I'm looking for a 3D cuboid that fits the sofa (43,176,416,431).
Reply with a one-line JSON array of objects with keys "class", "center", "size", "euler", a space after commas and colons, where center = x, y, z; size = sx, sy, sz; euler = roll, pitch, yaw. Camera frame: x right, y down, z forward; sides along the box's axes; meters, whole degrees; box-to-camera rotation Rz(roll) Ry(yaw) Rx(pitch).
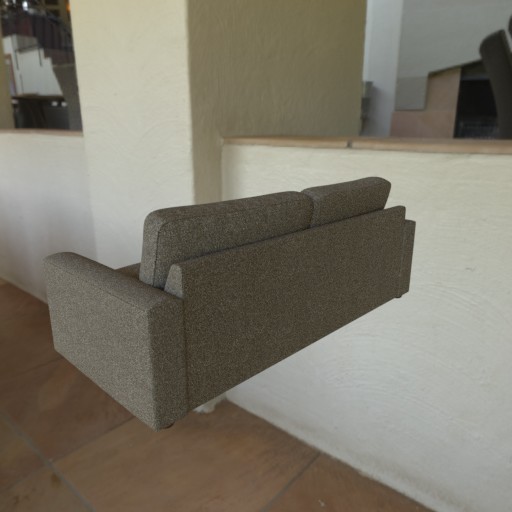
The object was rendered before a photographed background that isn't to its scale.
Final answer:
[{"class": "sofa", "center": [0.000, 0.000, 2.720], "size": [1.016, 0.873, 2.179], "euler": [15, 22, 42]}]
